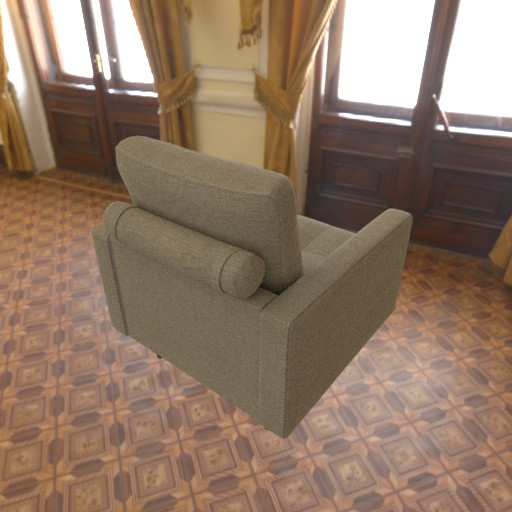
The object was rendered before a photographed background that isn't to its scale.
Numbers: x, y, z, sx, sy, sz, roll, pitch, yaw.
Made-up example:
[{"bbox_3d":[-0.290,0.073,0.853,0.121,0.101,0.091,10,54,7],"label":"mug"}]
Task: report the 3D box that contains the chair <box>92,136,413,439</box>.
[{"bbox_3d":[0.000,0.000,1.588,0.821,0.880,0.843,22,38,32],"label":"chair"}]
